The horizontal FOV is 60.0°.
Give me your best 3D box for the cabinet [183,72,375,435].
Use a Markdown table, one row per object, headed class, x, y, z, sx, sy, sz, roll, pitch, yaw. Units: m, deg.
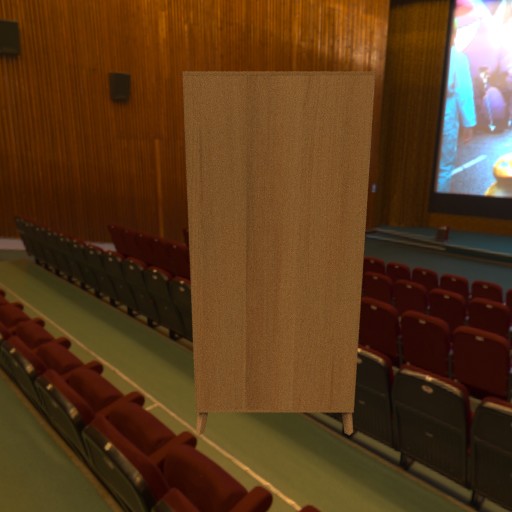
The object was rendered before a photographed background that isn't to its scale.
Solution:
| class | x | y | z | sx | sy | sz | roll | pitch | yaw |
| --- | --- | --- | --- | --- | --- | --- | --- | --- | --- |
| cabinet | 0.000 | 0.000 | 2.647 | 1.272 | 1.957 | 0.969 | 14 | 20 | 43 |
